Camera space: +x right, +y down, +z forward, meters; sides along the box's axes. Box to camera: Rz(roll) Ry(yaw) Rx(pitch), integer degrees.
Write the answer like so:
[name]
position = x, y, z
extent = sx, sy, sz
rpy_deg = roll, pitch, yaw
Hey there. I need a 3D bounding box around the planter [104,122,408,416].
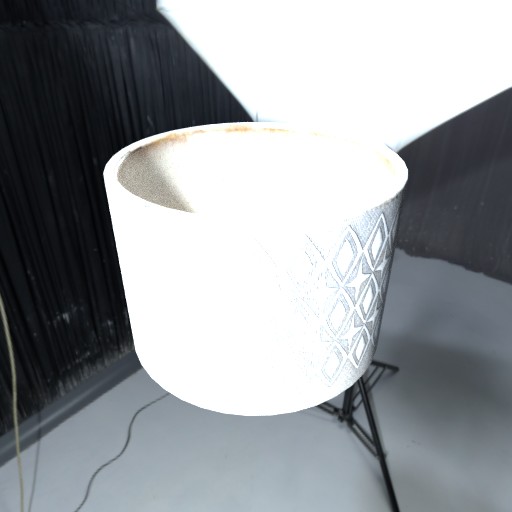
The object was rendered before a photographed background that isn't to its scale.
[planter]
position = 0.000, 0.000, 0.318
extent = 0.186, 0.144, 0.186
rpy_deg = 0, 31, 0
